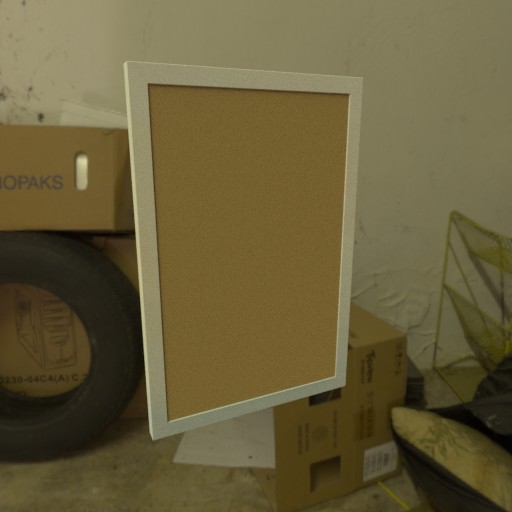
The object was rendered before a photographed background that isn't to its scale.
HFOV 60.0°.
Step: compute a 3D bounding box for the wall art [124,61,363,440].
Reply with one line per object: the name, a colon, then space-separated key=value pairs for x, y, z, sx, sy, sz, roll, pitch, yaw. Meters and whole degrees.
wall art: x=0.000 y=0.000 z=1.180 sx=0.612 sy=0.915 sz=0.039 roll=-7 pitch=16 yaw=-25
